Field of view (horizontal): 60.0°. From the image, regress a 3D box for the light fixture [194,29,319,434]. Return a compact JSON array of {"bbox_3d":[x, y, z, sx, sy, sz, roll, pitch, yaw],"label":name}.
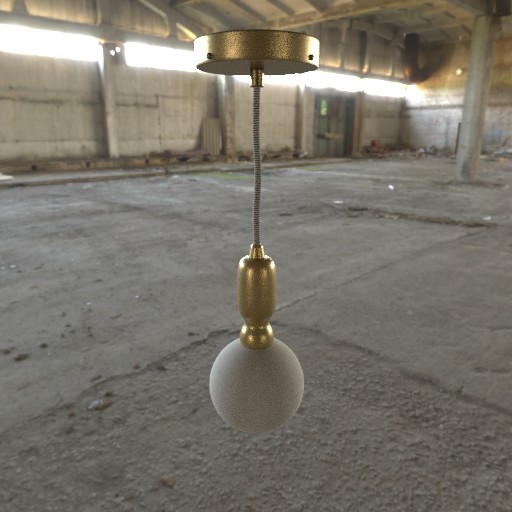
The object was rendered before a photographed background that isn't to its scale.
[{"bbox_3d":[0.000,0.000,0.579,0.146,0.510,0.147,-15,21,-43],"label":"light fixture"}]
